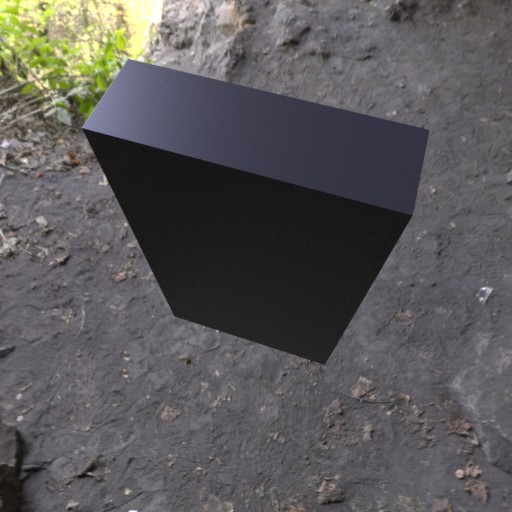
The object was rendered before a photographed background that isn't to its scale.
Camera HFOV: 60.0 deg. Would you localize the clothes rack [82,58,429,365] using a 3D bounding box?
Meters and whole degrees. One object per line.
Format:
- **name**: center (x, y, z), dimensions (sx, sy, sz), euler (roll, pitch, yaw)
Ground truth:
- **clothes rack**: center (0.000, 0.000, 1.574), dimensions (0.750, 1.280, 0.250), euler (16, 64, 8)
